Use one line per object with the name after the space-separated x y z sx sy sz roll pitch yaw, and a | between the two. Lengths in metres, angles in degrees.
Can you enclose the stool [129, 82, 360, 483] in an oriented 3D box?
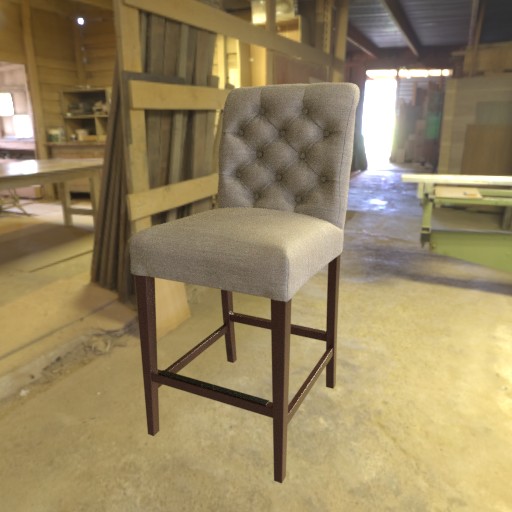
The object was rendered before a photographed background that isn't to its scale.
0.000 0.000 1.436 0.486 1.084 0.660 8 18 25 | stool
